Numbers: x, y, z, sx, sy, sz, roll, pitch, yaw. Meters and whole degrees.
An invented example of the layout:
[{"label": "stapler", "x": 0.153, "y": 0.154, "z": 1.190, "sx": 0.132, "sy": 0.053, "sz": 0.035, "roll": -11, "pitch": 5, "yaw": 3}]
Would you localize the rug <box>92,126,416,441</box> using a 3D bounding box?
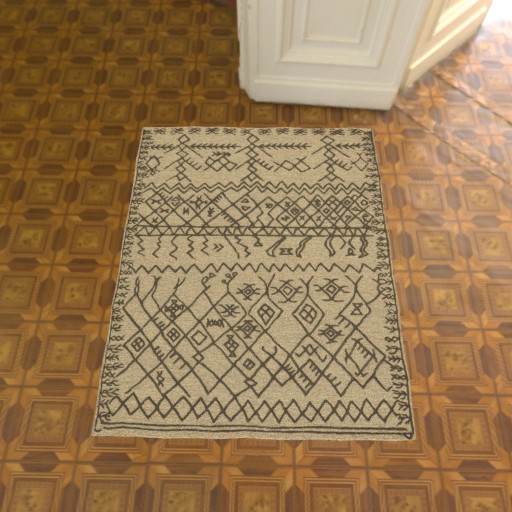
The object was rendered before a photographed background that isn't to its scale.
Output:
[{"label": "rug", "x": 0.000, "y": 0.000, "z": 3.202, "sx": 1.964, "sy": 0.025, "sz": 2.455, "roll": 1, "pitch": 63, "yaw": 0}]
